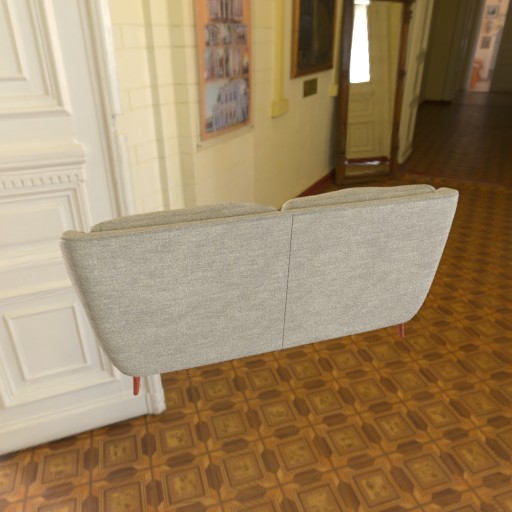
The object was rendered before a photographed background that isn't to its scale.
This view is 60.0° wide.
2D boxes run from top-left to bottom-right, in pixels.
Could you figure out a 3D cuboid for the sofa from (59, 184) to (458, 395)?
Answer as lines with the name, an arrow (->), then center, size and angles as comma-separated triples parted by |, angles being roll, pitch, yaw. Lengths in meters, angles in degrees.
sofa -> 0.000, 0.000, 2.469 | 1.930, 0.897, 0.976 | -8, 28, -16
